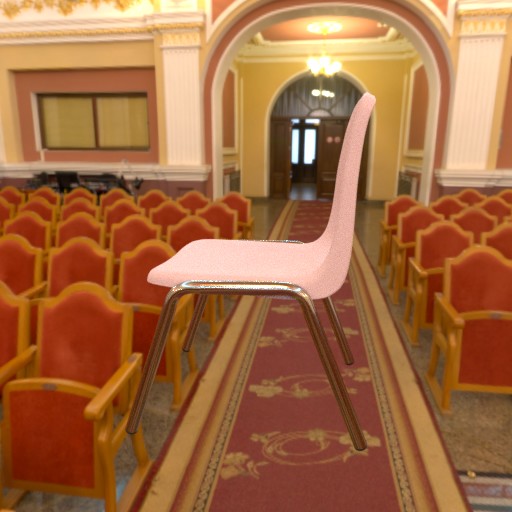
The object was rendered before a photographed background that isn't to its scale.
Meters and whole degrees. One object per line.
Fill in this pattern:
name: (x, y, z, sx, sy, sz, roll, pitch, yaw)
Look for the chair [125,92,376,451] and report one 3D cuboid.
chair: (0.000, 0.000, 0.858, 0.423, 0.586, 0.354, 2, 14, 8)
